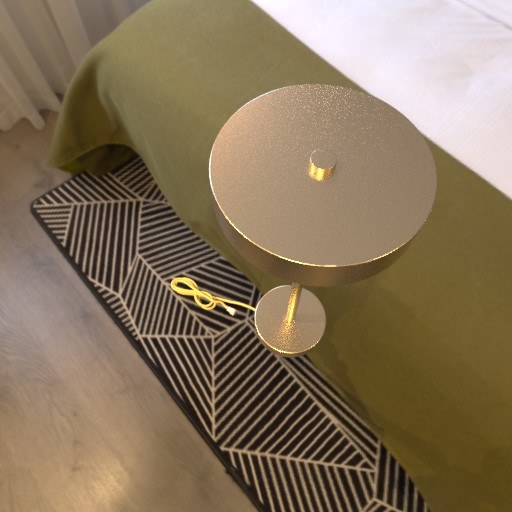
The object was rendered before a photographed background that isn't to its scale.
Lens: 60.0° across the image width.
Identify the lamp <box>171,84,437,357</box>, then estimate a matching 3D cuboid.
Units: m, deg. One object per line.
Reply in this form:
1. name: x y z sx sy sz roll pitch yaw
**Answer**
1. lamp: 0.000 0.000 0.675 0.369 0.508 0.229 16 64 8
